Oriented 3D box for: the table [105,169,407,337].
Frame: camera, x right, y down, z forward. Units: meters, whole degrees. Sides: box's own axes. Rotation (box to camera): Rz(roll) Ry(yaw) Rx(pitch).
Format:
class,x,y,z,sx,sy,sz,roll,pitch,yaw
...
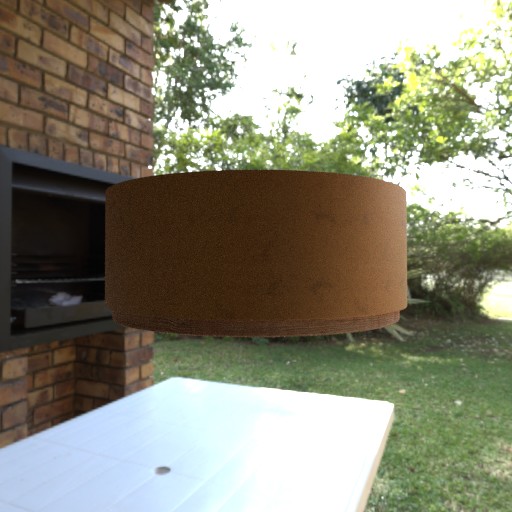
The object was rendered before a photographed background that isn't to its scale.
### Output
class,x,y,z,sx,sy,sz,roll,pitch,yaw
table,0.000,0.000,1.553,1.001,0.409,1.001,0,-1,0
